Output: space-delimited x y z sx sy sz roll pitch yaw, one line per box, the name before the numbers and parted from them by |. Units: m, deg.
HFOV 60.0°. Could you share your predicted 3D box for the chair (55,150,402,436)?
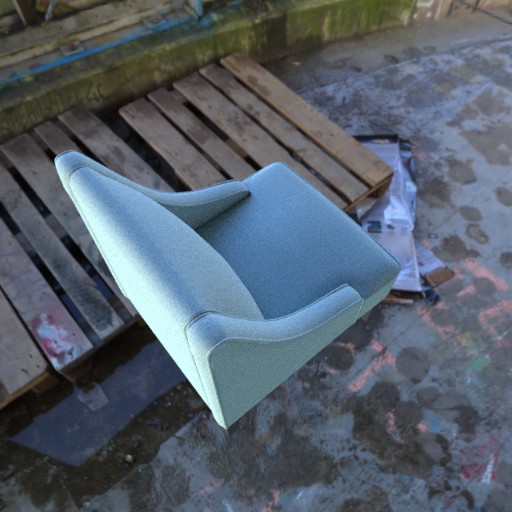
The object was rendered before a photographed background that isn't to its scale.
chair | 0.000 0.000 1.886 1.025 1.133 0.857 -34 64 -20
